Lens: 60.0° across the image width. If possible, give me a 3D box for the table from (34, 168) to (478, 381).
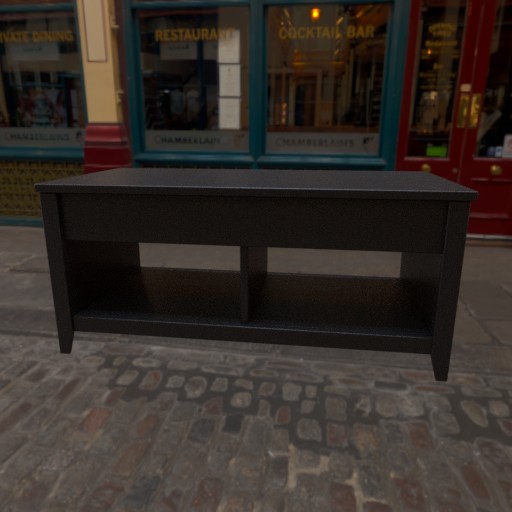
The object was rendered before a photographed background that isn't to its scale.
[{"bbox_3d":[0.000,0.000,1.294,1.016,0.457,0.483,2,16,8],"label":"table"}]
